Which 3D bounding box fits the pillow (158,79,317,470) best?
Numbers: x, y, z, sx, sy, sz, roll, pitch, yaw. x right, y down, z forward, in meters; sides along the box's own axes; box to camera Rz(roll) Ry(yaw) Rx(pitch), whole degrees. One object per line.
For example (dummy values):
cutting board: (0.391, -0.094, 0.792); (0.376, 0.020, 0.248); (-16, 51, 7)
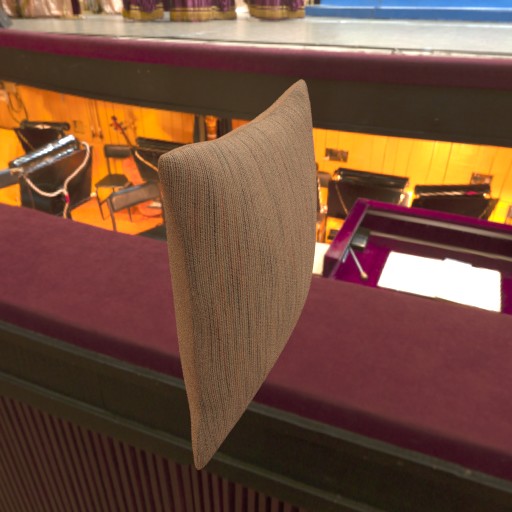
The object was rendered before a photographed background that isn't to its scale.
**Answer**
pillow: (0.000, 0.000, 0.772); (0.178, 0.506, 0.512); (12, 33, 19)
